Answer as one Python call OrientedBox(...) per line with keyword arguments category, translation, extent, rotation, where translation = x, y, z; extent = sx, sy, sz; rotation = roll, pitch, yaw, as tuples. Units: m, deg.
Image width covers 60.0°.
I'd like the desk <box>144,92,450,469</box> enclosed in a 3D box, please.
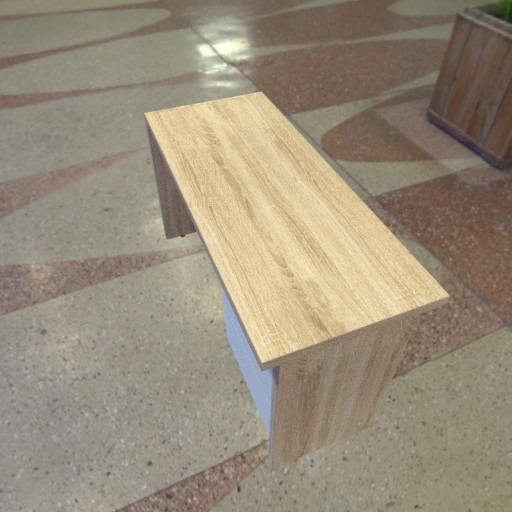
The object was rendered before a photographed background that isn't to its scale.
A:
OrientedBox(category="desk", translation=(0.000, 0.000, 1.708), extent=(0.500, 0.750, 1.300), rotation=(-16, 47, -15))
